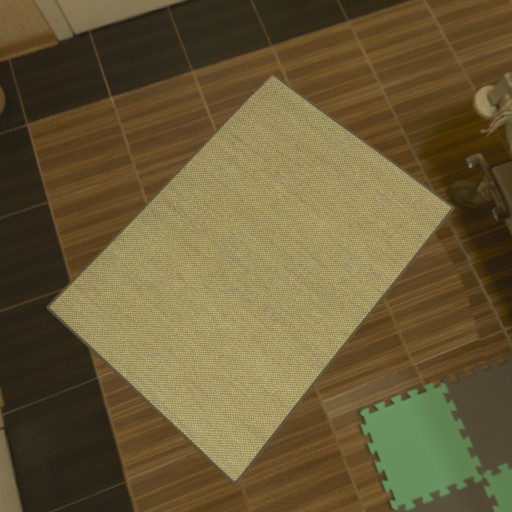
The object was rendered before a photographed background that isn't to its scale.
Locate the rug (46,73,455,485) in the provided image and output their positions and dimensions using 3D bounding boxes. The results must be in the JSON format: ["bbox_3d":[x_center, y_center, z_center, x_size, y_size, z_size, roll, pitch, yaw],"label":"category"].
[{"bbox_3d":[0.000,0.000,2.746,1.523,0.012,2.133,40,79,9],"label":"rug"}]
